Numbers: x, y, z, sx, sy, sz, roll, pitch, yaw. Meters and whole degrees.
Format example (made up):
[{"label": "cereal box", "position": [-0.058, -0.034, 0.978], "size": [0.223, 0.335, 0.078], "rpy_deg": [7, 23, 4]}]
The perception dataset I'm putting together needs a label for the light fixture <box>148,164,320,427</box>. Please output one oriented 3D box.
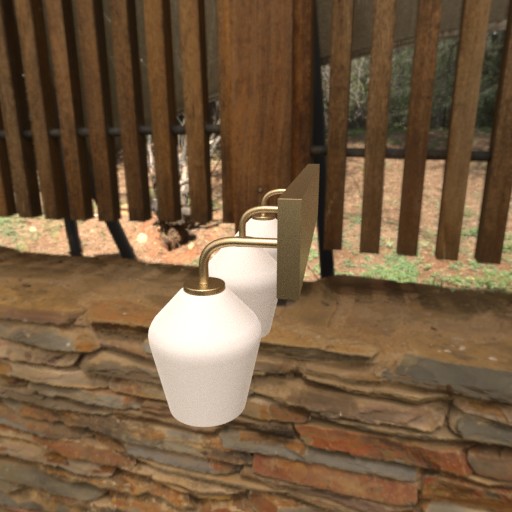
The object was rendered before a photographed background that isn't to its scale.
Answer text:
[{"label": "light fixture", "position": [0.000, 0.000, 0.769], "size": [0.190, 0.280, 0.609], "rpy_deg": [3, 16, 10]}]
